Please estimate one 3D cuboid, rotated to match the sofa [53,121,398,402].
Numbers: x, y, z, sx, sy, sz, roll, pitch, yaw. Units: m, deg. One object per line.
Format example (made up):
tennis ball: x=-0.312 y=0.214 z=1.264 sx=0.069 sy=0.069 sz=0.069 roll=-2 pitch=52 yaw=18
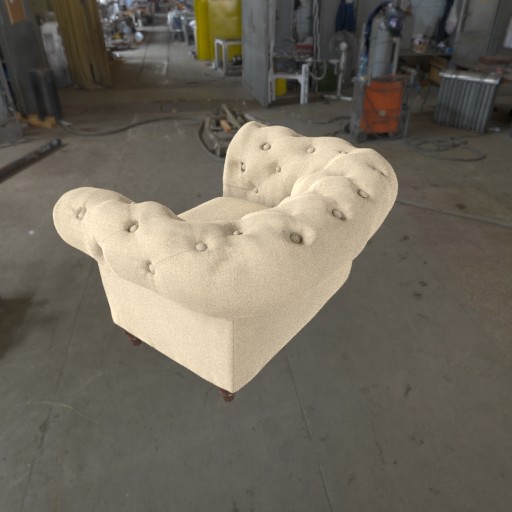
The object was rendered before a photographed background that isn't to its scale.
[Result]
sofa: x=0.000 y=0.000 z=2.076 sx=1.034 sy=0.878 sz=1.405 roll=21 pitch=37 yaw=30
